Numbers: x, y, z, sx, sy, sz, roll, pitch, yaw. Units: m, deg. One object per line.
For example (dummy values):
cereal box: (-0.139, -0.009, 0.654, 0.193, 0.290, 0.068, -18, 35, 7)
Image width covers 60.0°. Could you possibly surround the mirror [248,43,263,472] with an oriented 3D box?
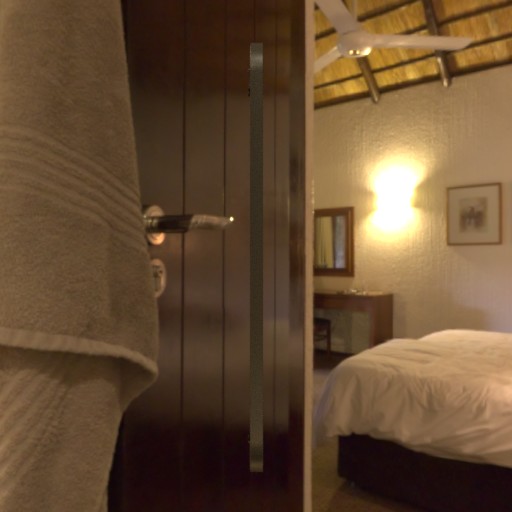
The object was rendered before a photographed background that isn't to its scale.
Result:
mirror: (0.000, 0.000, 1.050, 0.032, 0.991, 0.222, 0, -1, 0)
